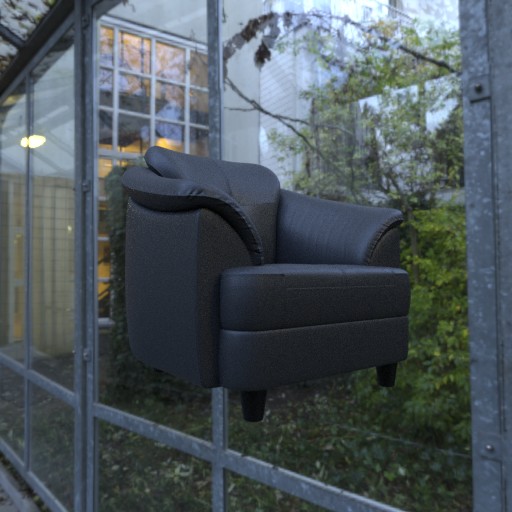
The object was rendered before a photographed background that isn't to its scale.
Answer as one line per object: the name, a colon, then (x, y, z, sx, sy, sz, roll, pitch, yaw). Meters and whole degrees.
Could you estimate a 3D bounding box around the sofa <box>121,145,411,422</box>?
sofa: (0.000, 0.000, 1.490, 0.870, 0.811, 0.794, 2, -3, -37)
